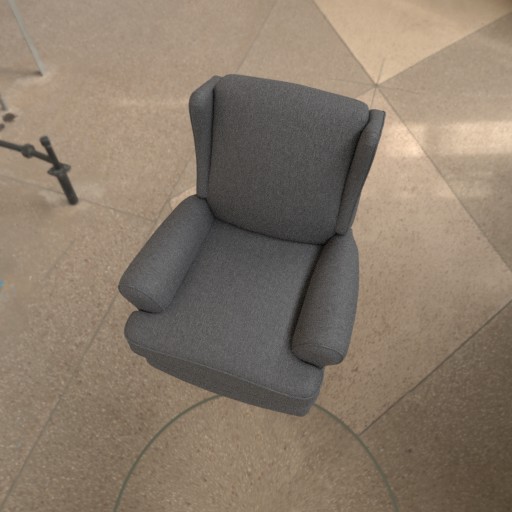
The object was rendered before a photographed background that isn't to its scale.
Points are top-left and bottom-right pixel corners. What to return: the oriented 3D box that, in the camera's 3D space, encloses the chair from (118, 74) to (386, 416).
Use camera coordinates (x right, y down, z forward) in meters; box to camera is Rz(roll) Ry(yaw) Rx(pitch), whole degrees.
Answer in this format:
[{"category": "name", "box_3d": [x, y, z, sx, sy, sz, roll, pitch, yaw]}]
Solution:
[{"category": "chair", "box_3d": [0.000, 0.000, 1.753, 0.847, 1.011, 0.969, 16, 59, 10]}]
